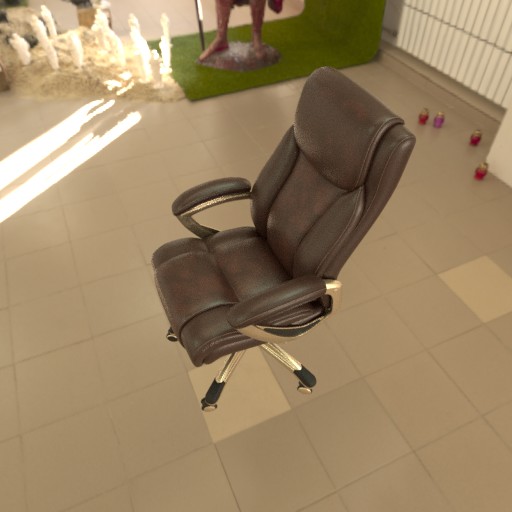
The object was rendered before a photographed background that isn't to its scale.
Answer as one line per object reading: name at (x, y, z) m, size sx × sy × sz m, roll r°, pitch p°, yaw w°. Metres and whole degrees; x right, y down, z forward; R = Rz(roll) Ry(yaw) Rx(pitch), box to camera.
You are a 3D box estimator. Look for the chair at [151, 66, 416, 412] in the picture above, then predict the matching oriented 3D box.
chair at (0.000, 0.000, 1.655) m, size 0.749 × 1.194 × 0.692 m, roll -18°, pitch 49°, yaw -17°
